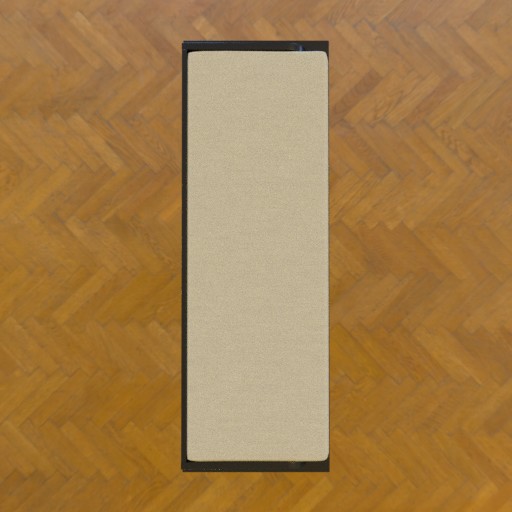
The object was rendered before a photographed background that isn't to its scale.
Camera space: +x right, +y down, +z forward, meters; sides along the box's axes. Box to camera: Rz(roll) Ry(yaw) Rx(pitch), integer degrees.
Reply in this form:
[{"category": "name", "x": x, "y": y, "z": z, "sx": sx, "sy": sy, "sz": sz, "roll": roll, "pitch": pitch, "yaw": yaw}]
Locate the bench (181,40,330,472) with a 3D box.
[{"category": "bench", "x": 0.000, "y": 0.000, "z": 1.416, "sx": 0.402, "sy": 0.501, "sz": 1.185, "roll": 0, "pitch": 89, "yaw": 0}]
